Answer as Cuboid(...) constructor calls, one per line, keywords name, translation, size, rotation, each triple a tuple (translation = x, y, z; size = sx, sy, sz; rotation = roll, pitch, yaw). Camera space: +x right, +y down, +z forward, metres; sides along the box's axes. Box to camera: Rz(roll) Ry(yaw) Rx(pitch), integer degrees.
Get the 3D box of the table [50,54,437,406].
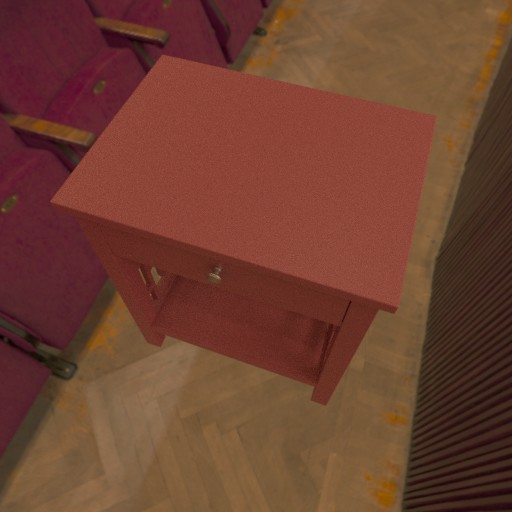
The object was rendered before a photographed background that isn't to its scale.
Cuboid(name="table", translation=(0.000, 0.000, 1.106), size=(0.599, 0.686, 0.451), rotation=(17, 60, 10))
